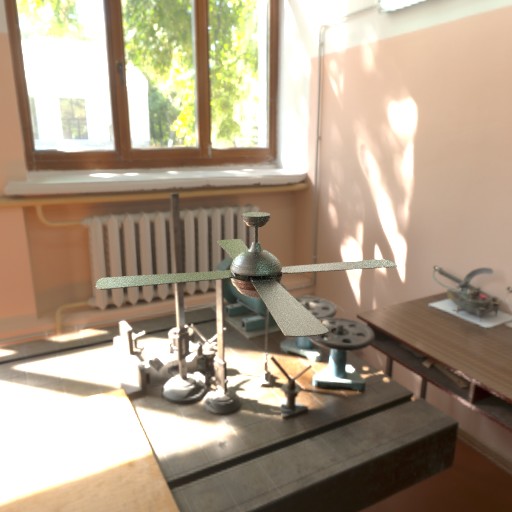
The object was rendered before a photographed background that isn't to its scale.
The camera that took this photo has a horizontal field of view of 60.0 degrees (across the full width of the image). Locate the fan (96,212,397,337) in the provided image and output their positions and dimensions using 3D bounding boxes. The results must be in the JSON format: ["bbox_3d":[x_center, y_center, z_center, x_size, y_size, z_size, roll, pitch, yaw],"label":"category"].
[{"bbox_3d":[0.000,0.000,2.004,1.321,0.381,1.321,2,15,6],"label":"fan"}]
